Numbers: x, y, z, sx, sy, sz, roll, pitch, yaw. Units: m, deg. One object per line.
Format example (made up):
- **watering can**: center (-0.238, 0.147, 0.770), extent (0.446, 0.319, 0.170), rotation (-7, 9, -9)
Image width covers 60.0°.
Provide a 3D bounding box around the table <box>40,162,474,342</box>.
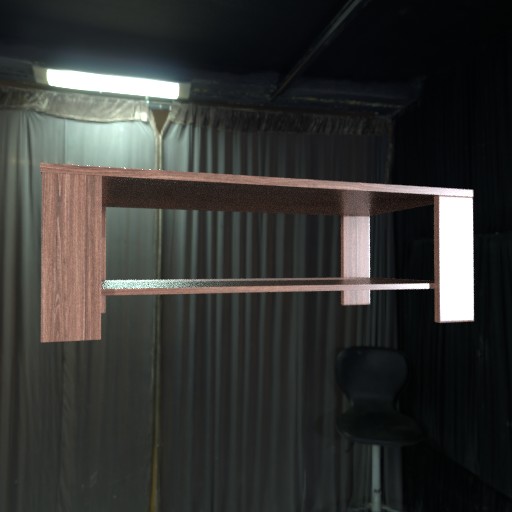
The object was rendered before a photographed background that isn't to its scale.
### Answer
- **table**: center (0.000, 0.000, 1.452), extent (1.200, 0.400, 0.600), rotation (0, -1, -18)
